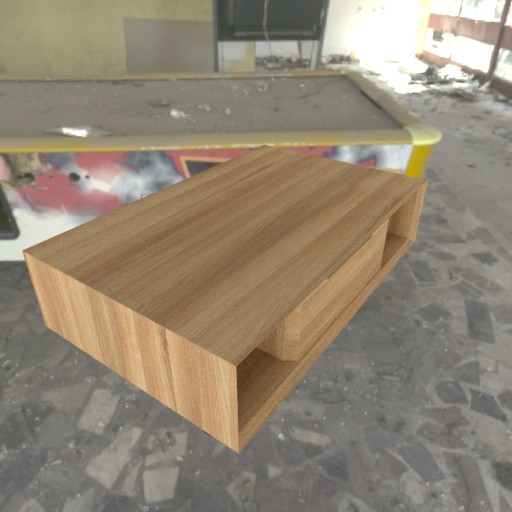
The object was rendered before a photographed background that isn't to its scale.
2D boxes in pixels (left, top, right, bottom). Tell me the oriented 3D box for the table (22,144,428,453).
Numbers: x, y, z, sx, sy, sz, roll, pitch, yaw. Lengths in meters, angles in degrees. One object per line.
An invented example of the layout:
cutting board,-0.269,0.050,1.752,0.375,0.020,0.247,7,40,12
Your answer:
table,0.000,0.000,1.439,0.700,0.330,1.100,20,37,30
